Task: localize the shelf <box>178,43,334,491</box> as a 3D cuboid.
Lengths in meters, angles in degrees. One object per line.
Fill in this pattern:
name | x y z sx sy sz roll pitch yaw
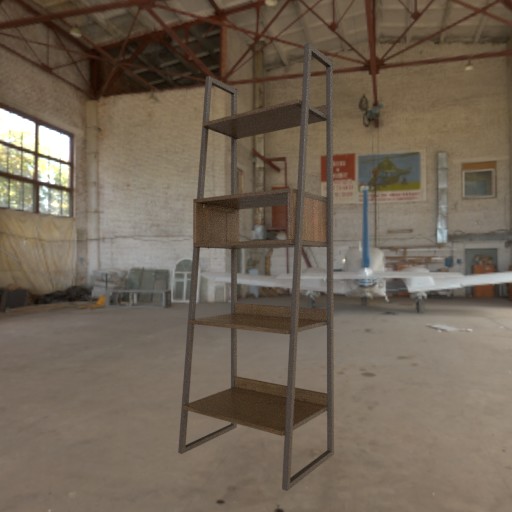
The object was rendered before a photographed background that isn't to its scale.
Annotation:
shelf | 0.000 0.000 2.268 0.652 2.005 0.454 -1 -1 36
